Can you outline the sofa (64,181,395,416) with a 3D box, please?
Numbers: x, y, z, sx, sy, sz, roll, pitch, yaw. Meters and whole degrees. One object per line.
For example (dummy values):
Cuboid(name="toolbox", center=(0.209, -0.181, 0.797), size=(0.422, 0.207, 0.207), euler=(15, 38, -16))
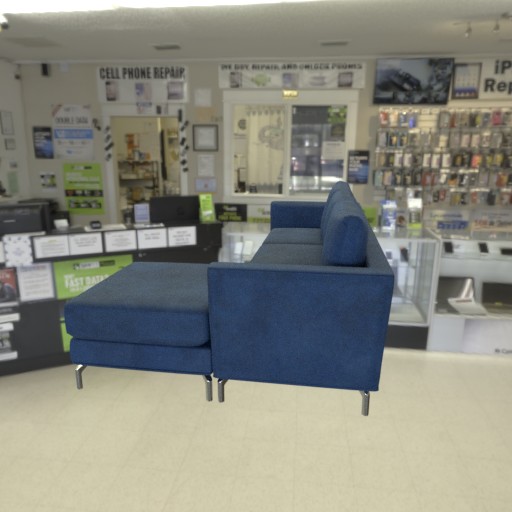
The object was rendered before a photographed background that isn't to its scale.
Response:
Cuboid(name="sofa", center=(0.000, 0.000, 3.264), size=(1.622, 0.987, 2.438), euler=(2, 14, 9))
